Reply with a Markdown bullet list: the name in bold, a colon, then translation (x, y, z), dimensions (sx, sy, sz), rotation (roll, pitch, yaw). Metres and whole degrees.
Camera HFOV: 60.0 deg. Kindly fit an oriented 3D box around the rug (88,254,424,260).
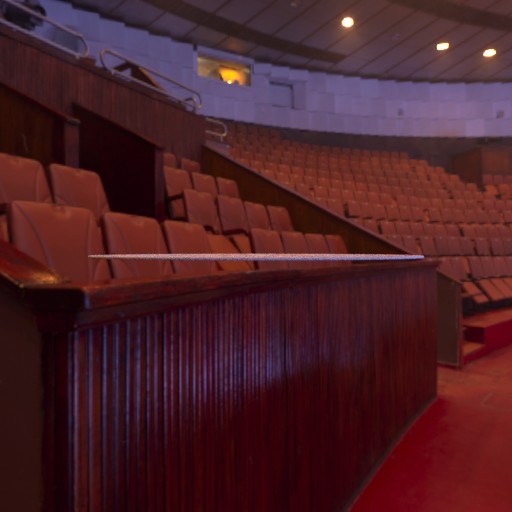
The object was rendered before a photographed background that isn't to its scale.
- **rug**: translation (0.000, 0.000, 3.355), dimensions (2.382, 0.014, 2.382), rotation (0, 1, 0)
